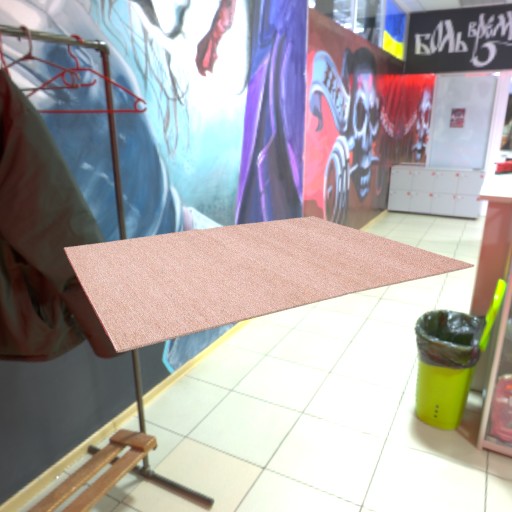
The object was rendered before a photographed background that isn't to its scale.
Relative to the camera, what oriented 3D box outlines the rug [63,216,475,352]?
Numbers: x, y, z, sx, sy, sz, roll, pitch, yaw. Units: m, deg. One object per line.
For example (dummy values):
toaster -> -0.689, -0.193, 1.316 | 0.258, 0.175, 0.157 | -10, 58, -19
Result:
rug -> 0.000, 0.000, 4.292 | 3.202, 0.045, 2.434 | -9, 20, -28
